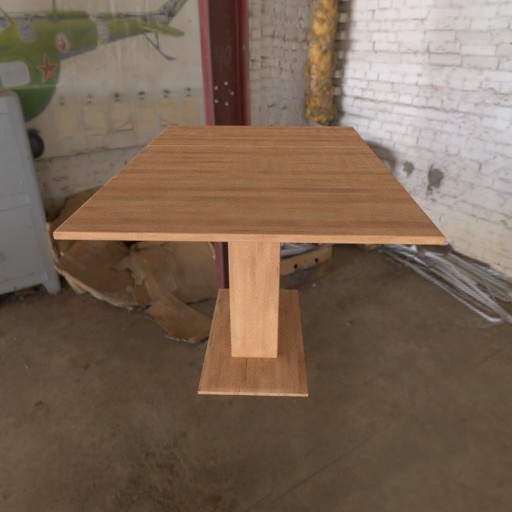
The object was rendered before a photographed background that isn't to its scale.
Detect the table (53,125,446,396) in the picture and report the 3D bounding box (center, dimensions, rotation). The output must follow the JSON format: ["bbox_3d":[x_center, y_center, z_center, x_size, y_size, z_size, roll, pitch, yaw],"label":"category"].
[{"bbox_3d":[0.000,0.000,1.765,0.900,0.770,1.300,1,27,2],"label":"table"}]
